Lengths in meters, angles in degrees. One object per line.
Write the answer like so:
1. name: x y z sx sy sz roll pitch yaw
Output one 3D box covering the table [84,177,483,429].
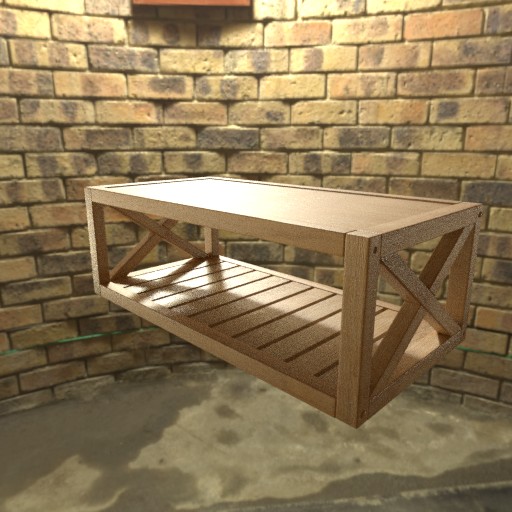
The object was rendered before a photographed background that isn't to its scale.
1. table: 0.000 0.000 1.634 1.321 0.457 0.660 15 21 43
